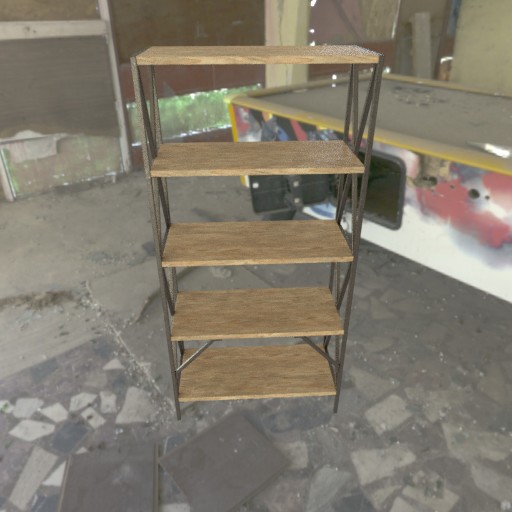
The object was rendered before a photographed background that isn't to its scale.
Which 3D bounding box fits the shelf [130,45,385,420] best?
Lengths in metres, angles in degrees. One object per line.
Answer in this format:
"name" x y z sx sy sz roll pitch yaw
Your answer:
"shelf" 0.000 0.000 2.135 0.874 1.803 0.386 -2 30 -3
